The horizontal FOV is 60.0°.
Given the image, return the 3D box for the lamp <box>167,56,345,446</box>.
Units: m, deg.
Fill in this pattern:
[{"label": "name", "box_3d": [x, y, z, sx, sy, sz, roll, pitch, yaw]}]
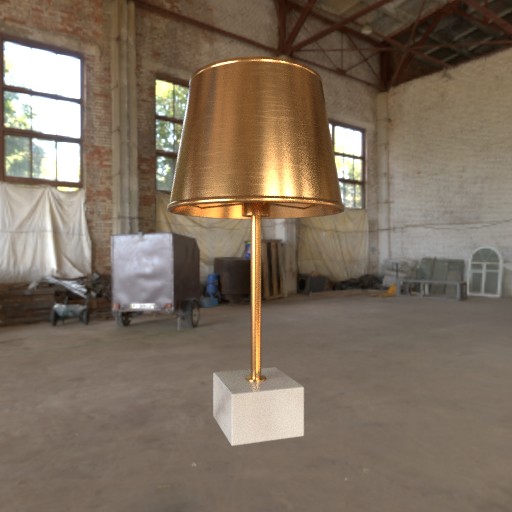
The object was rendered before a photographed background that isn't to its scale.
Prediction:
[{"label": "lamp", "box_3d": [0.000, 0.000, 0.528, 0.208, 0.406, 0.208, 0, 0, 0]}]
